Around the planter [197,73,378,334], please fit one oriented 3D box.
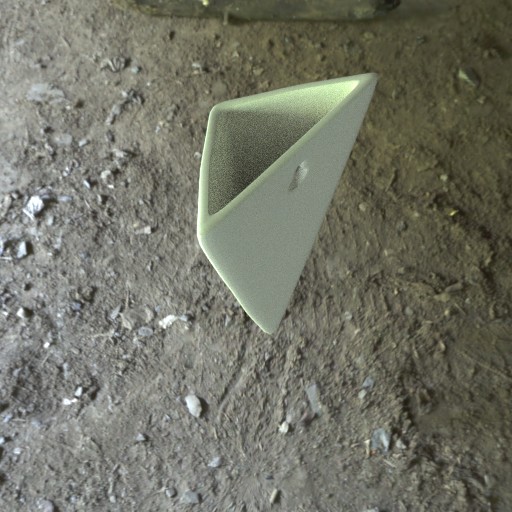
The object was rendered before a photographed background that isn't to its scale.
[{"bbox_3d":[0.000,0.000,0.387,0.065,0.338,0.143,39,70,17],"label":"planter"}]
